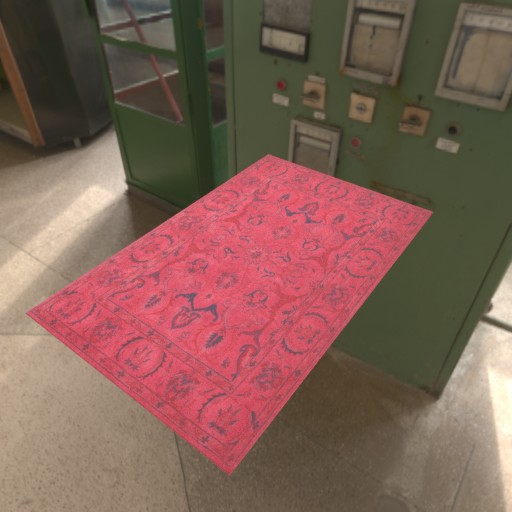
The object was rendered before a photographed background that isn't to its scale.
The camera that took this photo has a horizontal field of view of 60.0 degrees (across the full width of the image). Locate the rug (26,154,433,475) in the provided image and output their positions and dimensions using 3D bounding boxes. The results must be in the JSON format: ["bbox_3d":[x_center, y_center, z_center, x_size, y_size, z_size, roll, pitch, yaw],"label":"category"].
[{"bbox_3d":[0.000,0.000,2.963,1.534,0.010,2.423,26,47,27],"label":"rug"}]
